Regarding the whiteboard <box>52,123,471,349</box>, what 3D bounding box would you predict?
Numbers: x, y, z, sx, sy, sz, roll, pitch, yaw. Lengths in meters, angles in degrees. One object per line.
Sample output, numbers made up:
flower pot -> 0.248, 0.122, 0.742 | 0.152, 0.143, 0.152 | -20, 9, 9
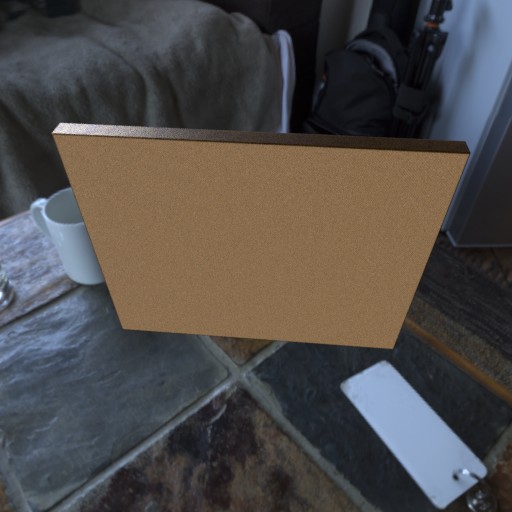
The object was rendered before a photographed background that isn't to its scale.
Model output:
whiteboard -> 0.000, 0.000, 0.764 | 0.561, 0.457, 0.029 | 4, 45, 4
